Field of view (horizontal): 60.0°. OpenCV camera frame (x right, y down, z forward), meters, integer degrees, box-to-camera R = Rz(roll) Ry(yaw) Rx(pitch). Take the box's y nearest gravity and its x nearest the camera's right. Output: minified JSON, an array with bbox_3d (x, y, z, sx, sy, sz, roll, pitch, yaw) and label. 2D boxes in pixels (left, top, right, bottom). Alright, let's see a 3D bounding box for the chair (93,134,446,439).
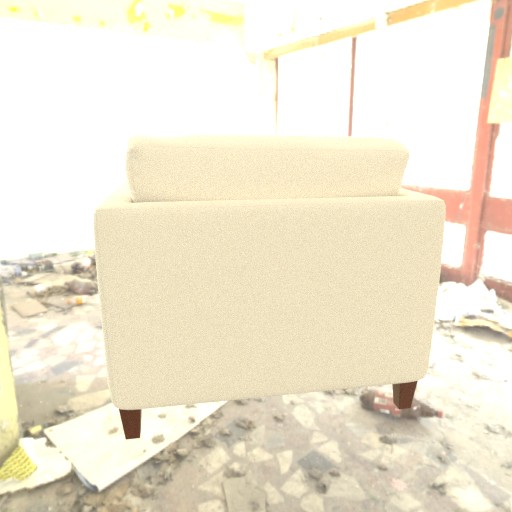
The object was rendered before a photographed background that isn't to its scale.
[{"bbox_3d":[0.000,0.000,1.671,1.019,0.885,0.878,-3,15,-10],"label":"chair"}]
